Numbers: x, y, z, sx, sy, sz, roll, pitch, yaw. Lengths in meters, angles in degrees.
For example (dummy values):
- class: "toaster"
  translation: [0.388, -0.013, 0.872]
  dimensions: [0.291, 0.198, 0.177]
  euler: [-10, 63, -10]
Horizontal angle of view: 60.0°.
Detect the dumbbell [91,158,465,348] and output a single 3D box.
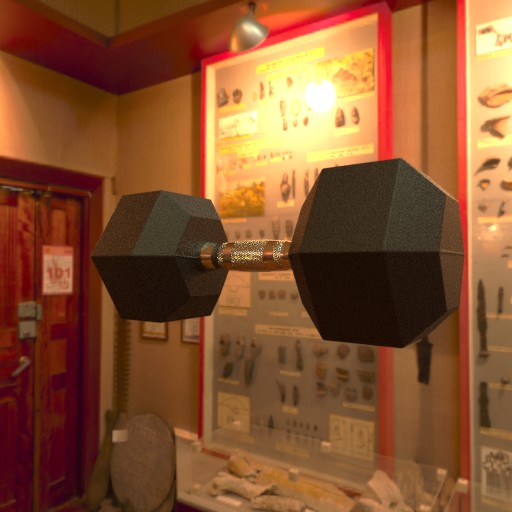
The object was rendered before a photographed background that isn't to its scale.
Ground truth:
- class: "dumbbell"
  translation: [0.000, 0.000, 0.436]
  dimensions: [0.361, 0.137, 0.157]
  euler: [-1, -1, 34]
